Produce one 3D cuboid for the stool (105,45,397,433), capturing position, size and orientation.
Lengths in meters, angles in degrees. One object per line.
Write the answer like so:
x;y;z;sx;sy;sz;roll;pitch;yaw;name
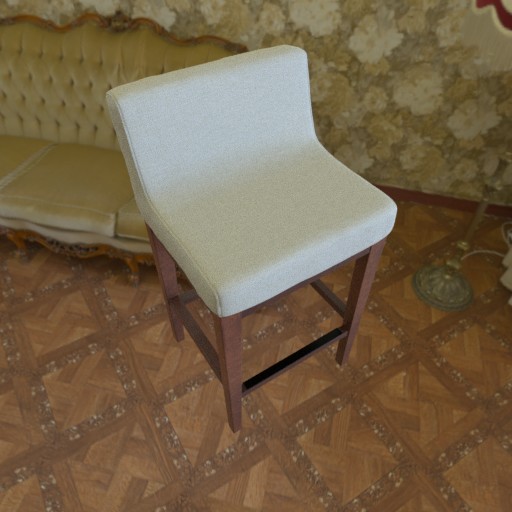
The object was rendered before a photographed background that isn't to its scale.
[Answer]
0.000;0.000;1.251;0.511;0.937;0.500;-25;51;-22;stool
